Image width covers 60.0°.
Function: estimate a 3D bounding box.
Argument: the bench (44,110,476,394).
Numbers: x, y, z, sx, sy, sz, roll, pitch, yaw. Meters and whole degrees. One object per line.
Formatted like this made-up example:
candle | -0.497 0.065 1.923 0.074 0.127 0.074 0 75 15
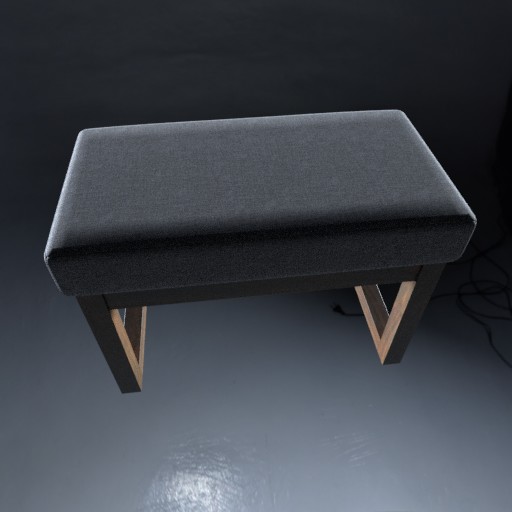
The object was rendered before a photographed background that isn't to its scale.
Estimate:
bench | 0.000 0.000 0.959 0.681 0.467 0.366 -5 47 -5
